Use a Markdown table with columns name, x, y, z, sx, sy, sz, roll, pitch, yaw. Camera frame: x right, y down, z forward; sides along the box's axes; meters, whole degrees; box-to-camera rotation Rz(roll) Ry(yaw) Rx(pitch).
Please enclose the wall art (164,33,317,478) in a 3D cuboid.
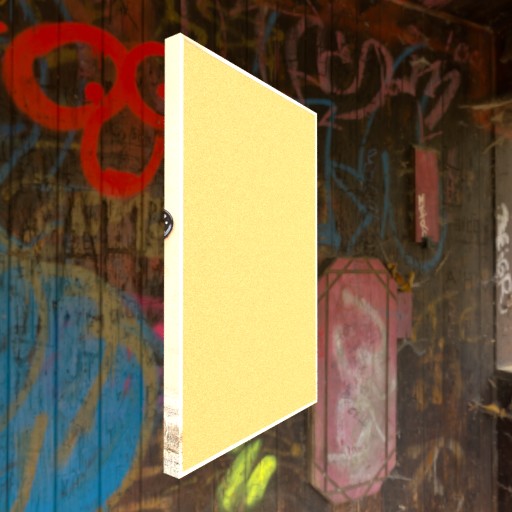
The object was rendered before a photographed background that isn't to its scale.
| name | x | y | z | sx | sy | sz | roll | pitch | yaw |
| --- | --- | --- | --- | --- | --- | --- | --- | --- | --- |
| wall art | 0.000 | 0.000 | 0.978 | 0.038 | 0.764 | 0.508 | -1 | -1 | 35 |
